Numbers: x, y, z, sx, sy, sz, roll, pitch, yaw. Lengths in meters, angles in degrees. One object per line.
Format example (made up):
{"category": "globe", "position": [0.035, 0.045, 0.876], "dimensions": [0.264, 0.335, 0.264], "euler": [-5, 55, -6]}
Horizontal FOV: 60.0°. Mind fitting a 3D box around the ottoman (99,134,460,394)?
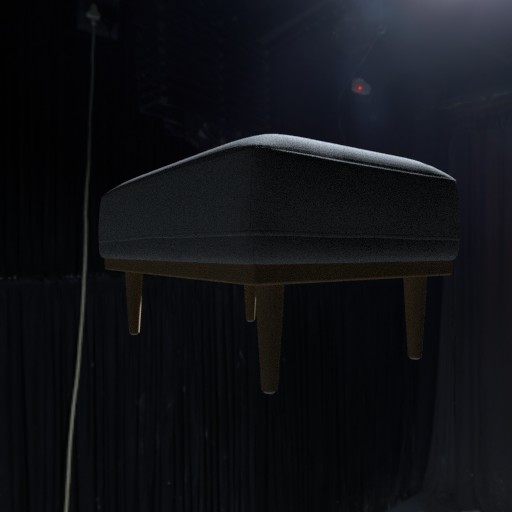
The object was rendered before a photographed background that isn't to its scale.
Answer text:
{"category": "ottoman", "position": [0.000, 0.000, 1.063], "dimensions": [0.549, 0.428, 0.749], "euler": [0, 1, -35]}
